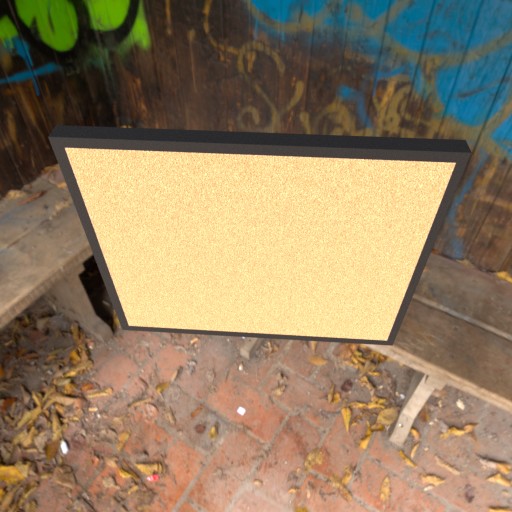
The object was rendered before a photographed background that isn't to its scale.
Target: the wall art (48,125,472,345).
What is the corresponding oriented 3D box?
[{"bbox_3d":[0.000,0.000,0.754,0.554,0.454,0.030,3,46,3],"label":"wall art"}]
